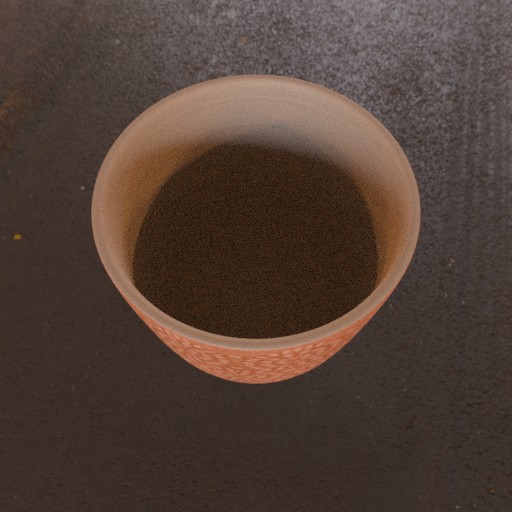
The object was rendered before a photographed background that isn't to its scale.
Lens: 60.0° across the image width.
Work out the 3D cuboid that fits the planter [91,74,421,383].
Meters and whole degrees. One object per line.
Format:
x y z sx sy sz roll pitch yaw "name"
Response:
0.000 0.000 0.366 0.208 0.190 0.208 0 63 0 "planter"
